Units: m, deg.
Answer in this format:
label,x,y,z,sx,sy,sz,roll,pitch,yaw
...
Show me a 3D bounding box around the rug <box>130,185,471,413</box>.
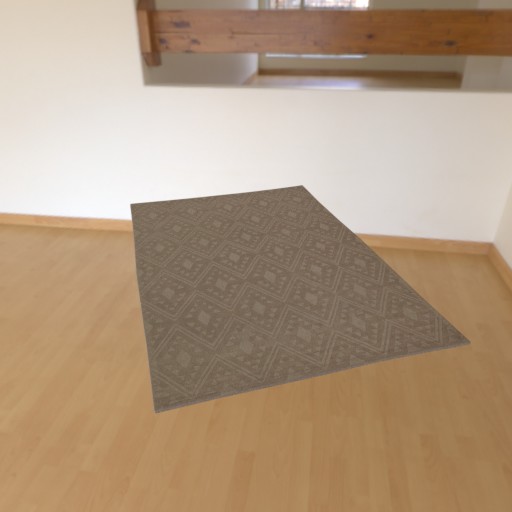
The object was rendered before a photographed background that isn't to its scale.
label,x,y,z,sx,sy,sz,roll,pitch,yaw
rug,0.000,0.000,2.374,1.252,0.034,1.829,-8,30,-14
